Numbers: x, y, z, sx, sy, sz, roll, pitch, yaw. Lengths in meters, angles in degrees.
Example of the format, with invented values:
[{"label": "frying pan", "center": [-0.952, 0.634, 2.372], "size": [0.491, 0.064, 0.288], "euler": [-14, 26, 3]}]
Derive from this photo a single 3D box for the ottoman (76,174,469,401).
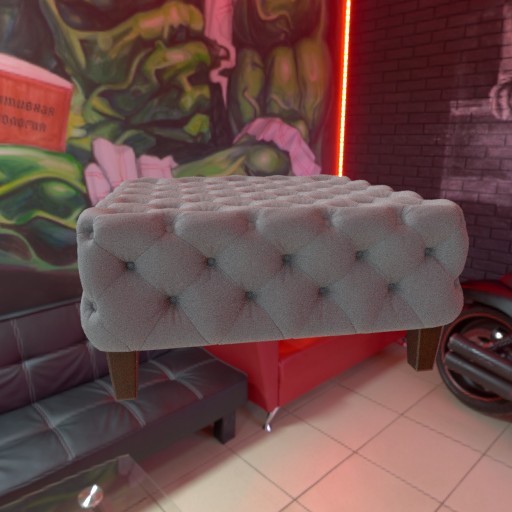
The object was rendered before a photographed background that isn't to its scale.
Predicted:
[{"label": "ottoman", "center": [0.000, 0.000, 1.393], "size": [0.911, 0.439, 0.917], "euler": [-3, 15, -10]}]
